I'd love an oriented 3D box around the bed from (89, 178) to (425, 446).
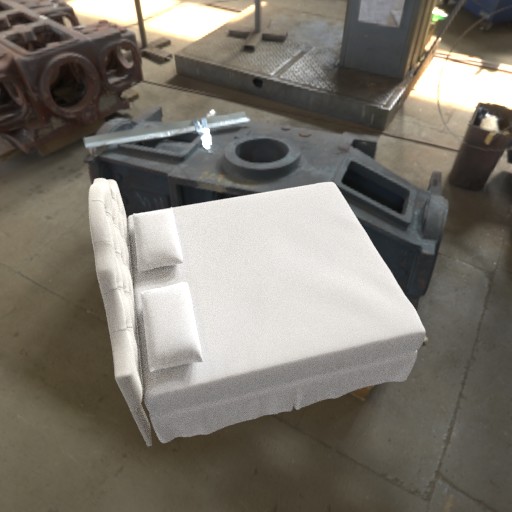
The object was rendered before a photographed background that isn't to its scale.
[{"bbox_3d":[0.000,0.000,3.606,2.214,1.615,2.008,-11,48,-10],"label":"bed"}]
